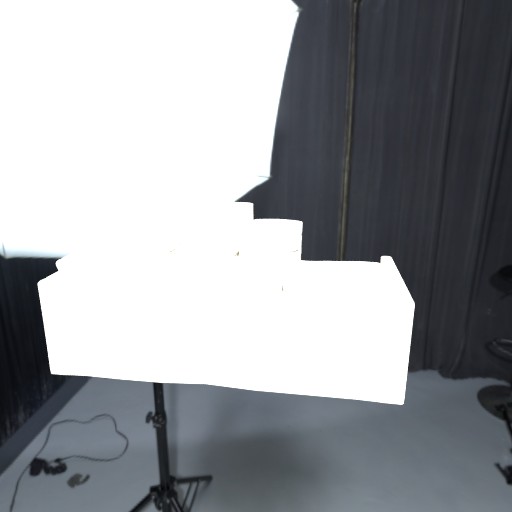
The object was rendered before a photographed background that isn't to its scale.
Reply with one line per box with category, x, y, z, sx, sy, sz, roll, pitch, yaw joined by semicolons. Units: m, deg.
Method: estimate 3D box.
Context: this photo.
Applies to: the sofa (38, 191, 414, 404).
sofa;0.000;0.000;4.468;2.427;0.882;3.460;2;16;8
